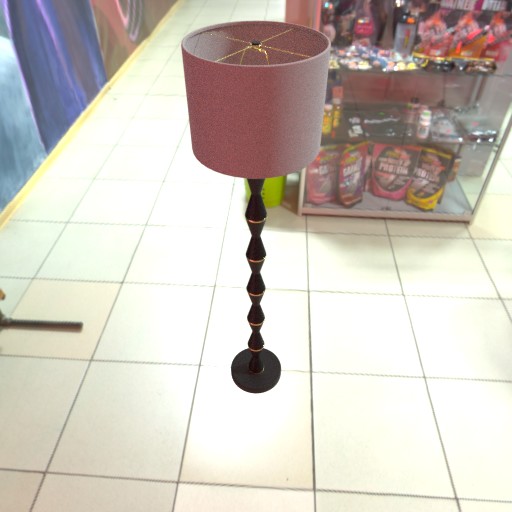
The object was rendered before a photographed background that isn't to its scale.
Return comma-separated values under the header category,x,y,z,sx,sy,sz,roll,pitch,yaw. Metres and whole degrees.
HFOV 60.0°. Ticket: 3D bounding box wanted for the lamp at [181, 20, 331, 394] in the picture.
category,x,y,z,sx,sy,sz,roll,pitch,yaw
lamp,0.000,0.000,1.627,0.381,1.480,0.381,26,48,26
